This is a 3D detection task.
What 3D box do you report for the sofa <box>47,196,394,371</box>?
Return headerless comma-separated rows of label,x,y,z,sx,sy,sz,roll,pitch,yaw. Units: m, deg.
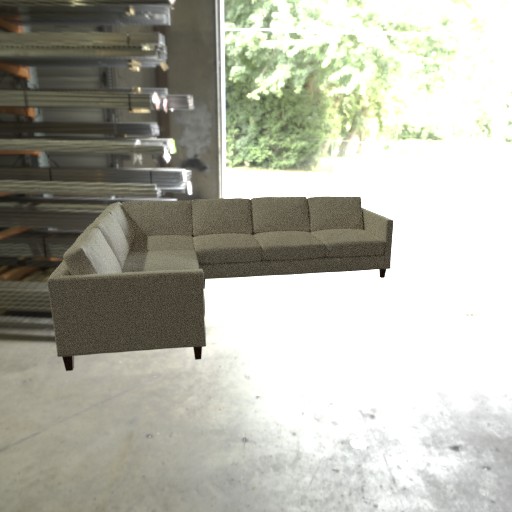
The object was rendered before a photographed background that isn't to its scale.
sofa,0.000,0.000,4.329,3.182,0.863,2.432,-3,16,-10
